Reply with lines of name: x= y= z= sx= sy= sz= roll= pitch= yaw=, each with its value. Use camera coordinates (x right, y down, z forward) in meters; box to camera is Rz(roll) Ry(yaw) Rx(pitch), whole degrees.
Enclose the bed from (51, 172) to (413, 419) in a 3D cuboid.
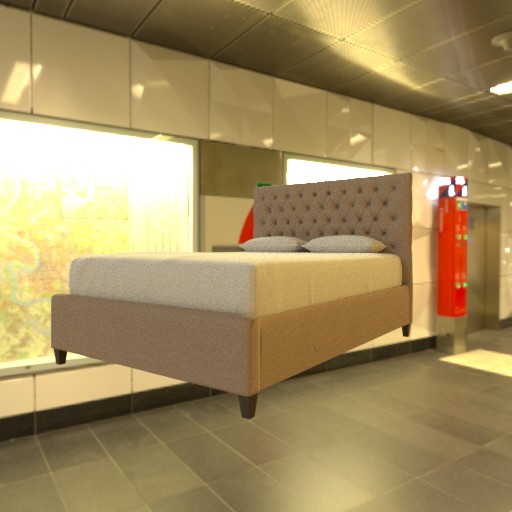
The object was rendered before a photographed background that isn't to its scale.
bed: x=0.000 y=0.000 z=3.413 sx=1.698 sy=1.427 sz=2.387 roll=1 pitch=1 yaw=36
